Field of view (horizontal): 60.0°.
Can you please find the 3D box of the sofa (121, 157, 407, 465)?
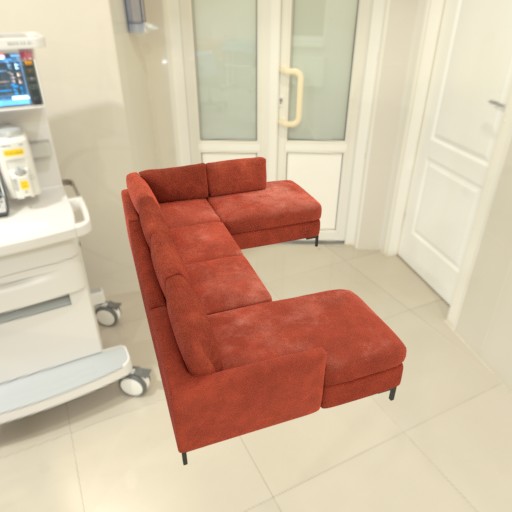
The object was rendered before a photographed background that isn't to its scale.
[{"bbox_3d":[0.000,0.000,3.819,1.981,0.858,2.971,-10,32,-17],"label":"sofa"}]
